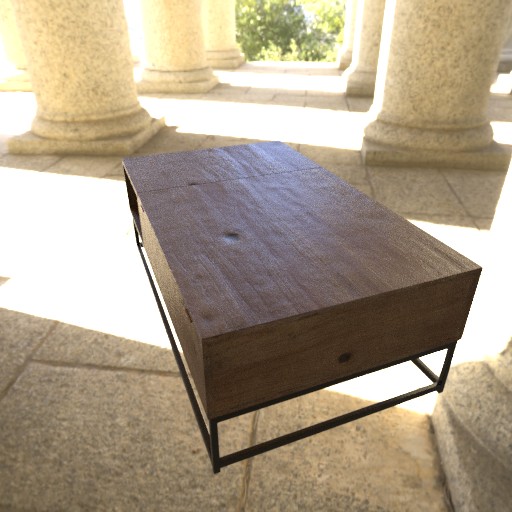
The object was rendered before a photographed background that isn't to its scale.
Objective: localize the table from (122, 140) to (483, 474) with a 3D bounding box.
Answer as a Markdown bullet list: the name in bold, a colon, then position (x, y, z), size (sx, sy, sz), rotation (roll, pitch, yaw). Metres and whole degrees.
- **table**: position (0.000, 0.000, 1.424), size (0.655, 0.395, 1.101), rotation (-11, 32, -19)
